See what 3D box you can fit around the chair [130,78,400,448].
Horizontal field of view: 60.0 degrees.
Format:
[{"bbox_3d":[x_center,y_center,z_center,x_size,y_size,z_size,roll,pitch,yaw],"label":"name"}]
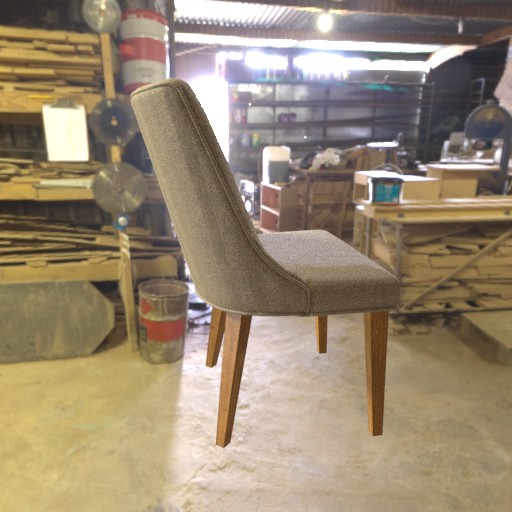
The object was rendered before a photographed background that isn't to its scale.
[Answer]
[{"bbox_3d":[0.000,0.000,1.284,0.636,0.916,0.548,-3,16,-10],"label":"chair"}]
